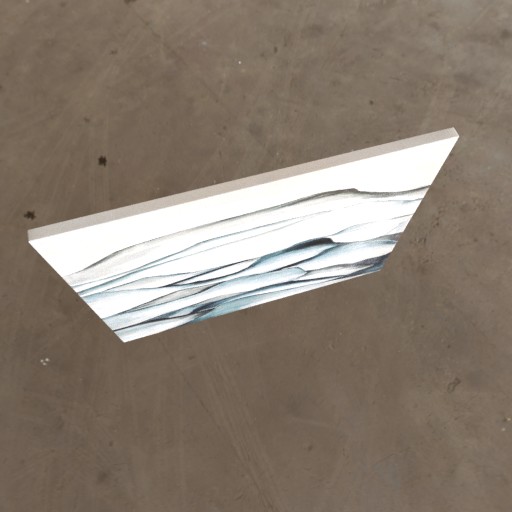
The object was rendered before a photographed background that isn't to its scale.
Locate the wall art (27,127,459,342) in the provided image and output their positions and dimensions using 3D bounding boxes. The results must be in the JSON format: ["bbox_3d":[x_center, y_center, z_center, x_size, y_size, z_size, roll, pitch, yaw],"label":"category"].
[{"bbox_3d":[0.000,0.000,1.618,1.219,0.915,0.039,-15,64,-7],"label":"wall art"}]
